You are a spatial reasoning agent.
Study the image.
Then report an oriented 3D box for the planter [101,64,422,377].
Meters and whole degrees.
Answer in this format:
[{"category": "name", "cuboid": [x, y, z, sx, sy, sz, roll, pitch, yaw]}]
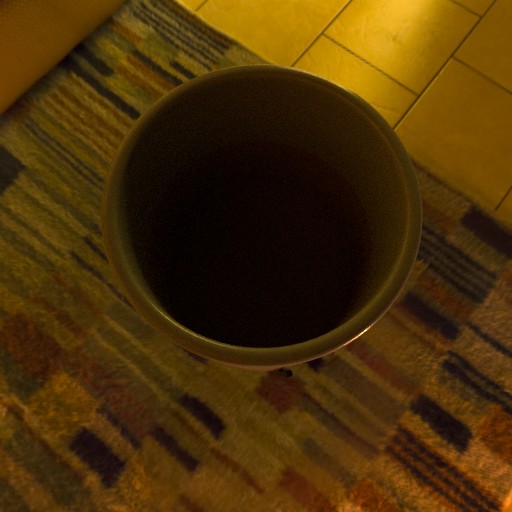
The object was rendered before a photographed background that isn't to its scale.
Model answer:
[{"category": "planter", "cuboid": [0.000, 0.000, 0.702, 0.360, 0.480, 0.348, 18, 76, 5]}]
